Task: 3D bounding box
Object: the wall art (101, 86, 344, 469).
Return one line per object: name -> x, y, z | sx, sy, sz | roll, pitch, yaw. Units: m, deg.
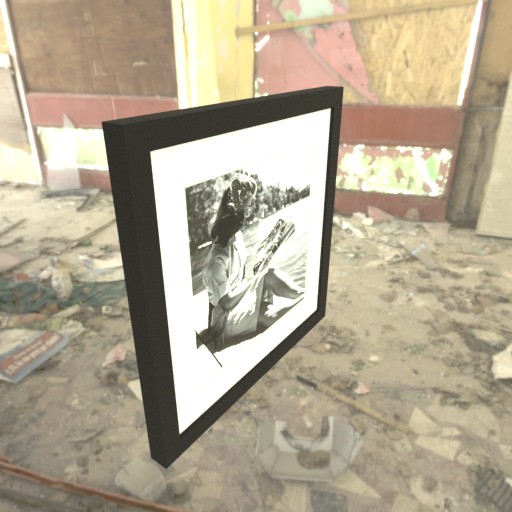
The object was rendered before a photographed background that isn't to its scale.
wall art -> 0.000, 0.000, 0.683 | 0.030, 0.458, 0.462 | 17, 31, 32
